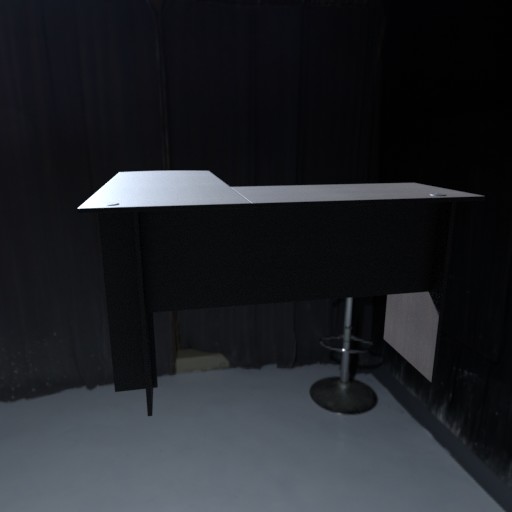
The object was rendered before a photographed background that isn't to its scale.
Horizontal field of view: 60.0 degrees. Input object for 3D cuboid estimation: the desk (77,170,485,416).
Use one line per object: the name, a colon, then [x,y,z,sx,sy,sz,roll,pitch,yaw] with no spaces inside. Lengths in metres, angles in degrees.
desk: [0.000,0.000,2.107,1.303,0.716,1.361,-3,15,-11]
